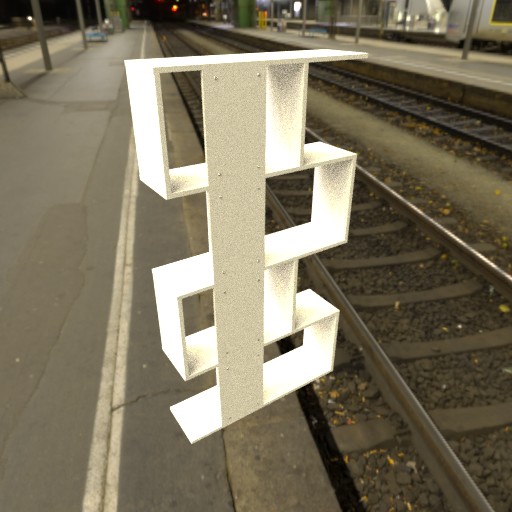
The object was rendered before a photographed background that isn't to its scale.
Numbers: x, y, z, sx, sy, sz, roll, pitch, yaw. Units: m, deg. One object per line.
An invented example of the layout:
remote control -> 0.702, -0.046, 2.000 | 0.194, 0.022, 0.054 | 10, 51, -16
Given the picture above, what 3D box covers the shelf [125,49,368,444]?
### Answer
shelf -> 0.000, 0.000, 2.005 | 0.890, 1.650, 0.250 | -18, 33, -29
